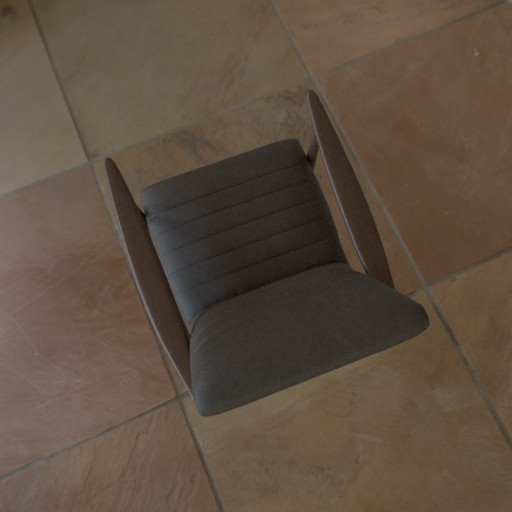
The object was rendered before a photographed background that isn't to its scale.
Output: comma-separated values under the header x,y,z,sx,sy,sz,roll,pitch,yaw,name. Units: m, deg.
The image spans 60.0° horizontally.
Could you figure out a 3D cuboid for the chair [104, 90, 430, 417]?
x,y,z,sx,sy,sz,roll,pitch,yaw,name
0.000,0.000,1.450,0.741,0.831,0.798,-20,77,-5,chair
